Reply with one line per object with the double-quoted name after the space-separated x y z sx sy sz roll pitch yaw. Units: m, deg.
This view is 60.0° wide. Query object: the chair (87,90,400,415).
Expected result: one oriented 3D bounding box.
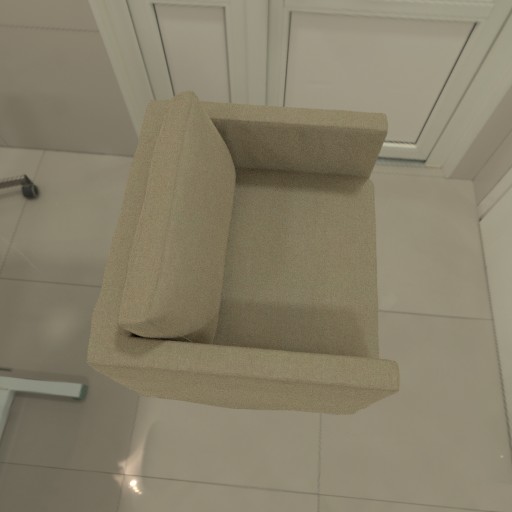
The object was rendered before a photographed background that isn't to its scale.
0.000 0.000 1.725 0.949 0.863 1.057 5 65 2 "chair"
